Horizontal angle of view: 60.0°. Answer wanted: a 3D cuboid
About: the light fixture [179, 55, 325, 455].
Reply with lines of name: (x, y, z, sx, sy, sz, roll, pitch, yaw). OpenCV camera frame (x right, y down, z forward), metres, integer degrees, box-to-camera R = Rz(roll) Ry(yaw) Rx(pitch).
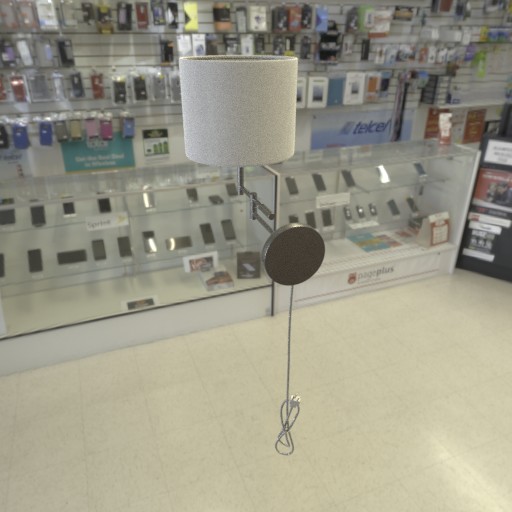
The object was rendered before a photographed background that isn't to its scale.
light fixture: (0.000, 0.000, 1.041, 0.253, 0.842, 0.479, -9, 28, -17)
